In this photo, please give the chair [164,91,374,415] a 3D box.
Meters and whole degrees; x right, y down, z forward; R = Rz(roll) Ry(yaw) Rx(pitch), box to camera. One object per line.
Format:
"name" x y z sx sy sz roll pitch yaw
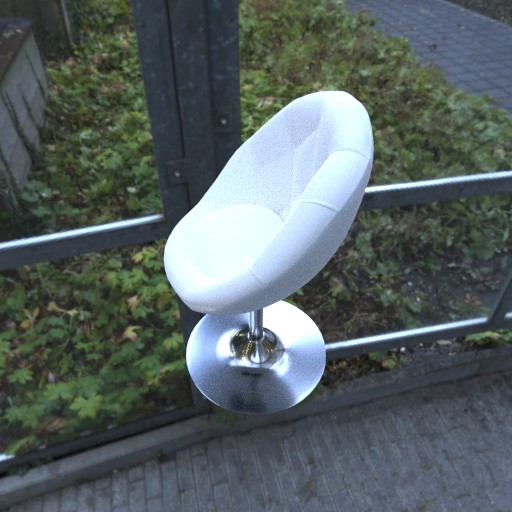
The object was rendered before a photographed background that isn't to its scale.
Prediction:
"chair" 0.000 0.000 1.813 0.736 1.261 0.940 0 41 0
